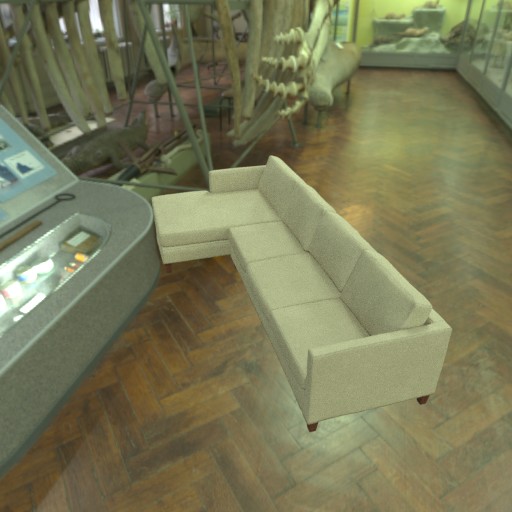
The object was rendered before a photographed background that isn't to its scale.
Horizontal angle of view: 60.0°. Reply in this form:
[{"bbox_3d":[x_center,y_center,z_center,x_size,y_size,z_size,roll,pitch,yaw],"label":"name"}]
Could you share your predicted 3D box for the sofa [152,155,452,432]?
[{"bbox_3d":[0.000,0.000,3.961,1.625,0.846,3.186,-8,32,-14],"label":"sofa"}]
